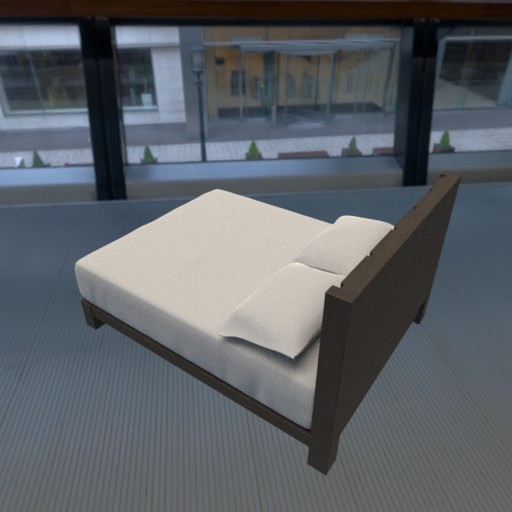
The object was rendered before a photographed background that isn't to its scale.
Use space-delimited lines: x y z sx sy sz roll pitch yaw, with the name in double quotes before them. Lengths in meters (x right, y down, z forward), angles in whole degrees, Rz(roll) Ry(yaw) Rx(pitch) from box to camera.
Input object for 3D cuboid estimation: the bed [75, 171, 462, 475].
"bed" 0.000 0.000 3.351 2.242 1.270 1.727 21 38 30
